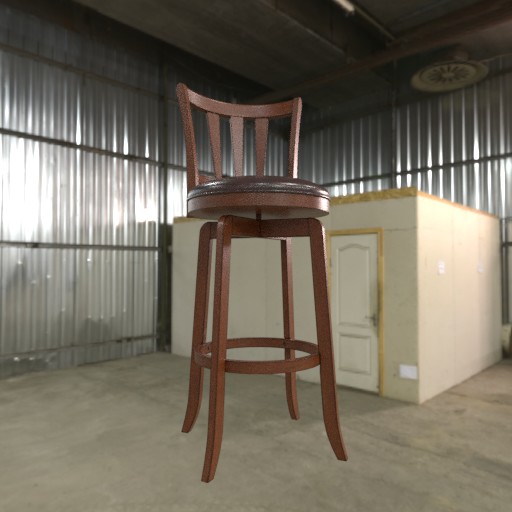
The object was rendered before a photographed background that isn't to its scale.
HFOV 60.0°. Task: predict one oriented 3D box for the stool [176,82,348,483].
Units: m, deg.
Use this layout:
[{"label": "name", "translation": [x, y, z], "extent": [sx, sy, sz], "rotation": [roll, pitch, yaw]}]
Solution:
[{"label": "stool", "translation": [0.000, 0.000, 1.416], "extent": [0.464, 1.177, 0.503], "rotation": [0, -1, -18]}]
